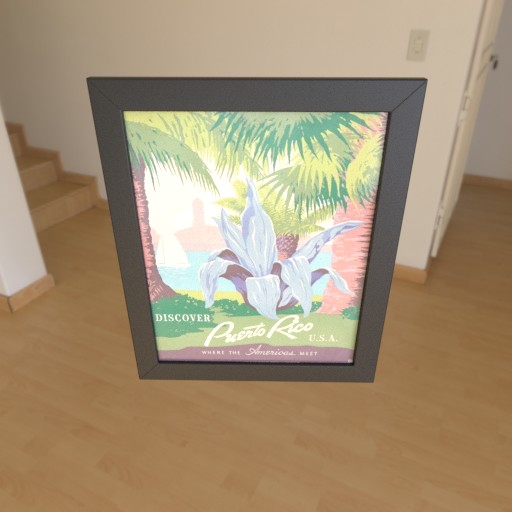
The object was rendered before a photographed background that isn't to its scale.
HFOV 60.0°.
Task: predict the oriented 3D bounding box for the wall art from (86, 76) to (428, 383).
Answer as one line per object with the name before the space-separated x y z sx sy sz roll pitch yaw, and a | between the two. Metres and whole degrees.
wall art | 0.000 0.000 0.773 0.481 0.582 0.018 1 30 1
